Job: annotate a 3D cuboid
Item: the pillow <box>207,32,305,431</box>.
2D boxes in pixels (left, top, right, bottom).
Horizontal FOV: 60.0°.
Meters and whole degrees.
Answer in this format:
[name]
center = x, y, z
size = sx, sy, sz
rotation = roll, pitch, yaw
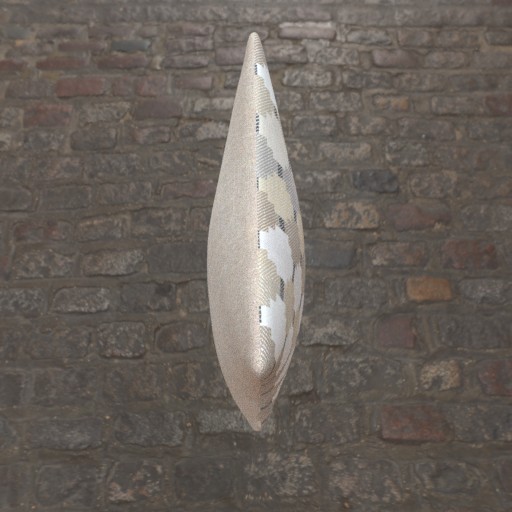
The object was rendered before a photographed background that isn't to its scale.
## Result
[pillow]
center = 0.000, 0.000, 0.842
size = 0.192, 0.558, 0.578
rotation = -1, 64, 0
